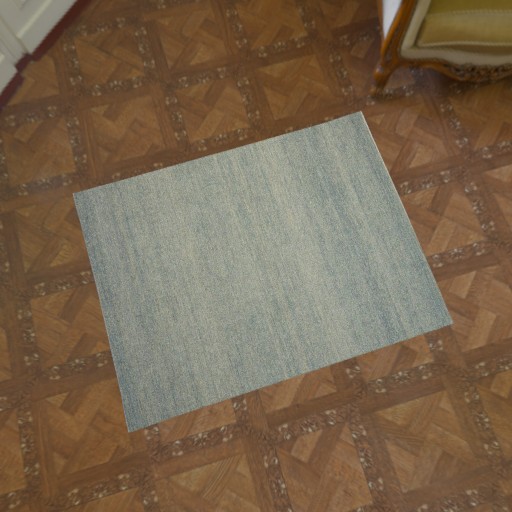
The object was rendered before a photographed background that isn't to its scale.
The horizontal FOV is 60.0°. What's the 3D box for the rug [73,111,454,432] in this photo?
[{"bbox_3d":[0.000,0.000,4.445,3.237,0.046,2.461,-17,75,-5],"label":"rug"}]
